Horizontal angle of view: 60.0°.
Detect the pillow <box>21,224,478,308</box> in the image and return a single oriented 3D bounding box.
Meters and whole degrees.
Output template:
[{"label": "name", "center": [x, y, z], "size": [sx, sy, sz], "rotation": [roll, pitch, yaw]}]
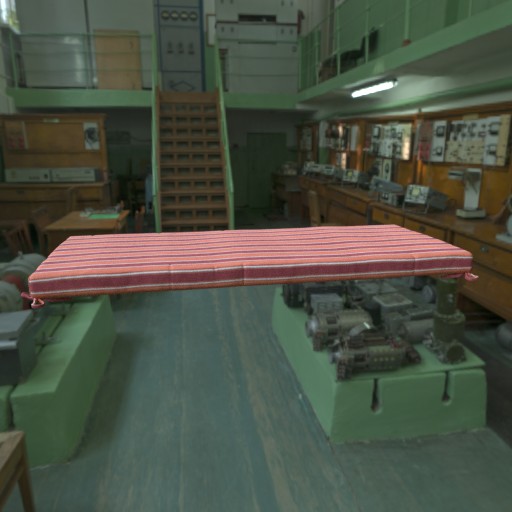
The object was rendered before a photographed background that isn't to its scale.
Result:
[{"label": "pillow", "center": [0.000, 0.000, 1.312], "size": [1.187, 0.081, 0.492], "rotation": [-3, 15, -10]}]
